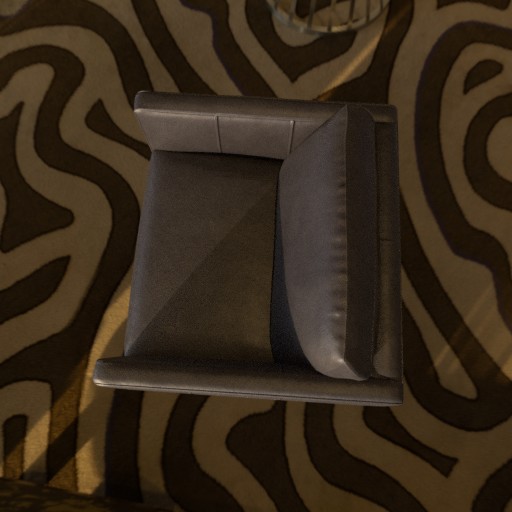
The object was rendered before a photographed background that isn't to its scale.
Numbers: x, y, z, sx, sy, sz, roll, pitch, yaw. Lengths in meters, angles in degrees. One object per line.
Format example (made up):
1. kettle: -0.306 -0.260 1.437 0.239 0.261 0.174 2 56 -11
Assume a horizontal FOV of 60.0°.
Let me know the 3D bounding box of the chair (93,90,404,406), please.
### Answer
1. chair: 0.000 0.000 1.562 0.862 0.811 0.939 3 75 1
